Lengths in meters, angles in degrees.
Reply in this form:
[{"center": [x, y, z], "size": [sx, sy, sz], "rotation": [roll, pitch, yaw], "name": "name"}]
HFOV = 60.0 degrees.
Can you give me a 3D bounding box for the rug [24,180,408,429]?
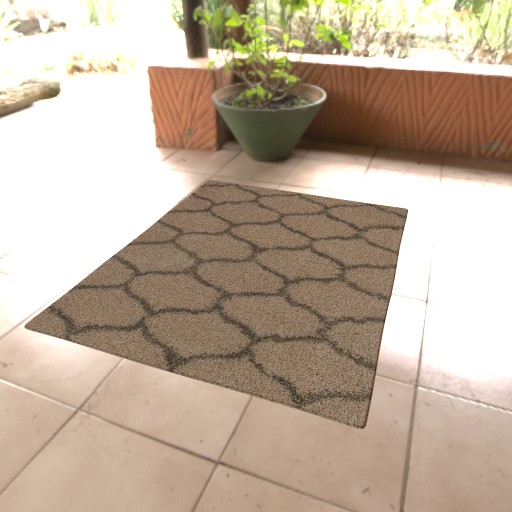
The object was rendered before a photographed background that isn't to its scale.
[{"center": [0.000, 0.000, 3.961], "size": [2.399, 0.026, 3.000], "rotation": [11, 33, 18], "name": "rug"}]
